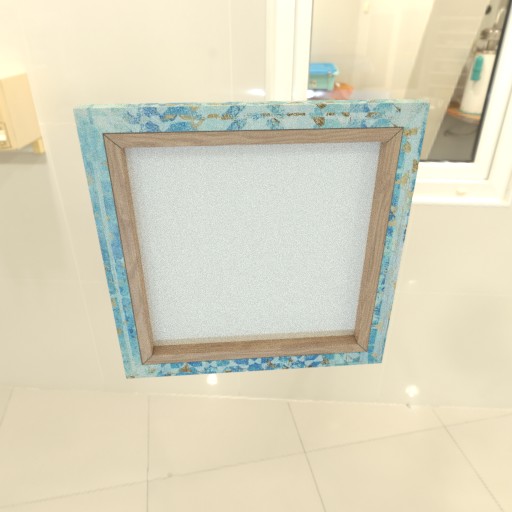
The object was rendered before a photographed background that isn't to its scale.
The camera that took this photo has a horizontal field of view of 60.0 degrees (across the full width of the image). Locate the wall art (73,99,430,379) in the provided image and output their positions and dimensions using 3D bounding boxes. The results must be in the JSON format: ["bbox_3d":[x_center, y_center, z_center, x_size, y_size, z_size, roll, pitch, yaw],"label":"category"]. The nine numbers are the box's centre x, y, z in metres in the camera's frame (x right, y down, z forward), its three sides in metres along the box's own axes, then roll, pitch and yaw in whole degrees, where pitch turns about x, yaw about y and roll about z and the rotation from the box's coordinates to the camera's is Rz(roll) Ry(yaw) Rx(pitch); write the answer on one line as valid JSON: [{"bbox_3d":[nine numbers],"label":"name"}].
[{"bbox_3d":[0.000,0.000,0.919,0.609,0.609,0.040,-2,30,-4],"label":"wall art"}]
